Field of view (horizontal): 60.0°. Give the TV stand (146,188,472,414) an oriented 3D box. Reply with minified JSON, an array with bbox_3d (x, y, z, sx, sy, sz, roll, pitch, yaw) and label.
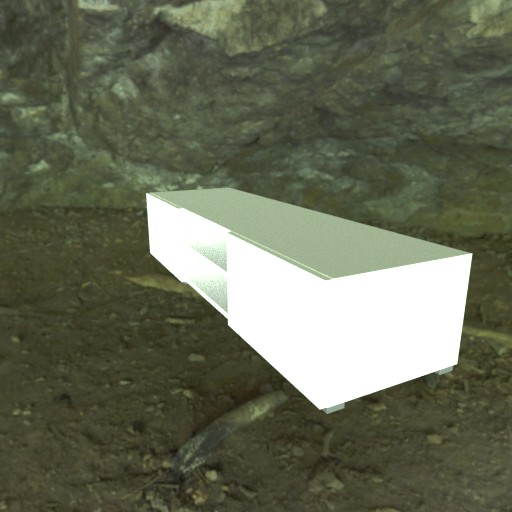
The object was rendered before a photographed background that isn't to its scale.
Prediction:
[{"bbox_3d":[0.000,0.000,1.589,0.420,0.310,1.400,-8,18,-26],"label":"TV stand"}]
